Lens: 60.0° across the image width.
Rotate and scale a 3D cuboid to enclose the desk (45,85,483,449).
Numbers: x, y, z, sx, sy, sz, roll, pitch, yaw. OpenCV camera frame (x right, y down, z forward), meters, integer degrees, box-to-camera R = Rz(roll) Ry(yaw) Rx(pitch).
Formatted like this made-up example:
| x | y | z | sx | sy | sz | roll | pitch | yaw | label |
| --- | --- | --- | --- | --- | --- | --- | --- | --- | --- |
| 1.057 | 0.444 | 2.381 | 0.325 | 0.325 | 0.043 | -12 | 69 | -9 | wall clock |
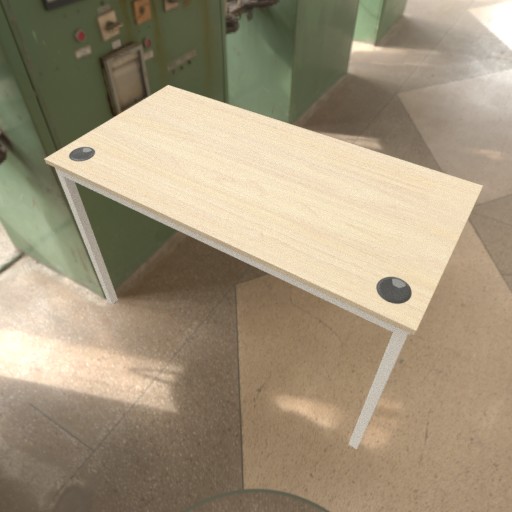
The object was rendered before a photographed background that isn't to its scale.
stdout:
| x | y | z | sx | sy | sz | roll | pitch | yaw | label |
| --- | --- | --- | --- | --- | --- | --- | --- | --- | --- |
| 0.000 | 0.000 | 1.618 | 1.200 | 0.750 | 0.600 | 25 | 51 | 22 | desk |
